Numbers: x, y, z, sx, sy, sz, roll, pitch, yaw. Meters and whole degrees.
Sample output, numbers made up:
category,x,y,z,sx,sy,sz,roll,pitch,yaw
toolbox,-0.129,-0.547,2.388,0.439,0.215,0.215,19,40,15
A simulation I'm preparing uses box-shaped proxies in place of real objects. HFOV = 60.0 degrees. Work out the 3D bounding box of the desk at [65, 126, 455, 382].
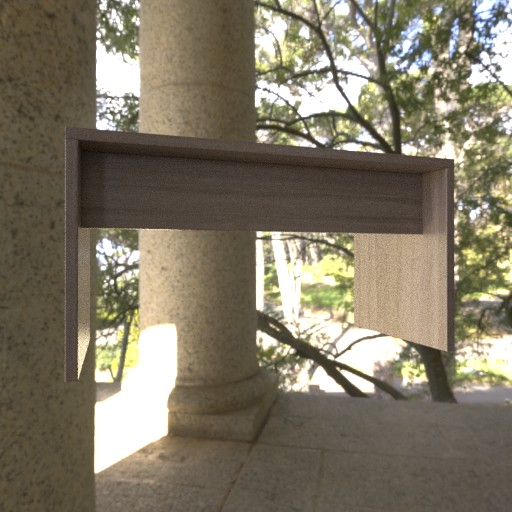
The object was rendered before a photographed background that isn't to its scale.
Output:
category,x,y,z,sx,sy,sz,roll,pitch,yaw
desk,0.000,0.000,1.820,1.380,0.745,0.690,0,0,-18
